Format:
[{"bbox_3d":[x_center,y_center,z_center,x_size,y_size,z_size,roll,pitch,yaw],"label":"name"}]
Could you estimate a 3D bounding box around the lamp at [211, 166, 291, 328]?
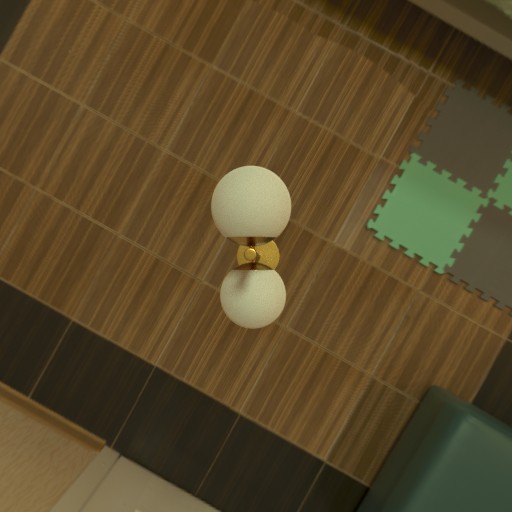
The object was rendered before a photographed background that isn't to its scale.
[{"bbox_3d":[0.000,0.000,1.775,0.249,1.641,0.419,0,90,1],"label":"lamp"}]
